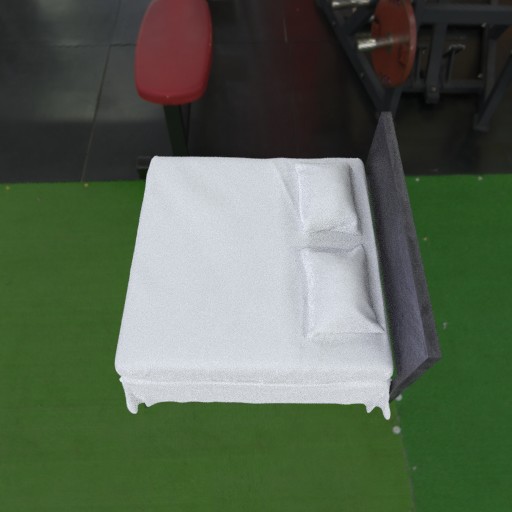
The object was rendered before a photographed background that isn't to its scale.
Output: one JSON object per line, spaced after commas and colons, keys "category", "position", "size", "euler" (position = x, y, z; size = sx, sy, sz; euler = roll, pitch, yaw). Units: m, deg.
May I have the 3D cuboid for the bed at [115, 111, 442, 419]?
{"category": "bed", "position": [0.000, 0.000, 3.519], "size": [2.165, 1.158, 2.255], "euler": [1, 59, 0]}
